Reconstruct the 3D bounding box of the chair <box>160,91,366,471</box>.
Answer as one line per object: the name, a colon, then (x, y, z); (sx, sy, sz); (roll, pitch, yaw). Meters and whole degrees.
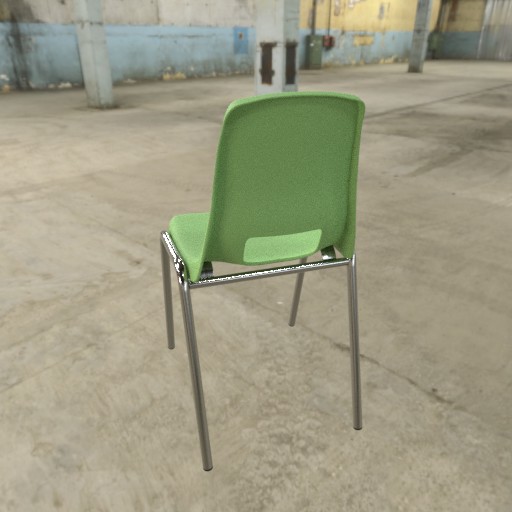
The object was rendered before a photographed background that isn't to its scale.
chair: (0.000, 0.000, 0.958); (0.381, 0.704, 0.436); (-8, 27, -16)
